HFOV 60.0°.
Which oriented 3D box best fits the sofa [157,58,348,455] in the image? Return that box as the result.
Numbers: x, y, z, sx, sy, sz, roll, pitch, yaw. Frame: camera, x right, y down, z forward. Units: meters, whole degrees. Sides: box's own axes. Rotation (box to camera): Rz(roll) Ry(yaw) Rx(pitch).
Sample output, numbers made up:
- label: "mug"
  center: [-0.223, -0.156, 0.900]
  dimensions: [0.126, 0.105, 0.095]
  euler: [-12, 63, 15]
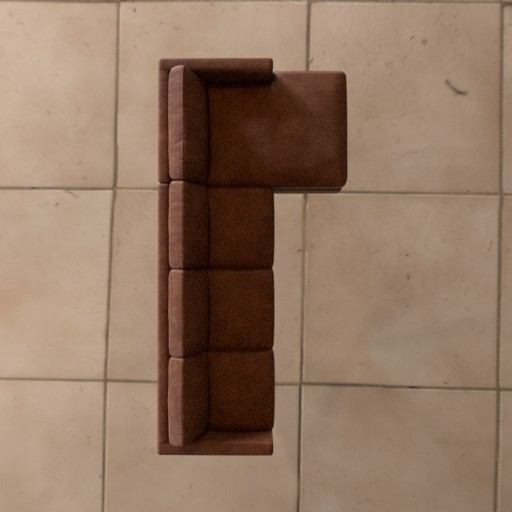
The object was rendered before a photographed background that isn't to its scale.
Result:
- label: "sofa"
  center: [0.000, 0.000, 3.852]
  dimensions: [1.581, 0.883, 3.203]
  euler: [0, 89, 1]
